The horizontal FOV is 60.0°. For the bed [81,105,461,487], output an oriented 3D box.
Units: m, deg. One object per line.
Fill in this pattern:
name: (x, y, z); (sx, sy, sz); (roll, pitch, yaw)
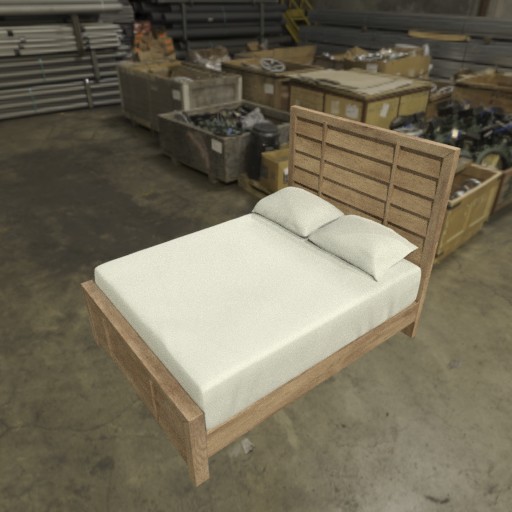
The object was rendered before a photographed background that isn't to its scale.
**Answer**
bed: (0.000, 0.000, 3.334); (2.197, 1.626, 1.626); (-22, 37, -32)
